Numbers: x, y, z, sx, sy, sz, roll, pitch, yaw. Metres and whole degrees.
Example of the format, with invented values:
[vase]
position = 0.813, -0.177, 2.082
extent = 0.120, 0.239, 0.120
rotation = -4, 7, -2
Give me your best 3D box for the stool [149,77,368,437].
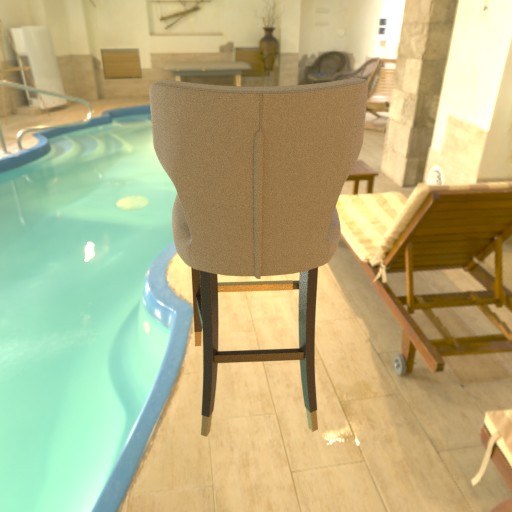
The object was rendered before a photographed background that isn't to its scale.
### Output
[stool]
position = 0.000, 0.000, 1.414
extent = 0.526, 1.092, 0.563
rotation = -2, 28, -3
